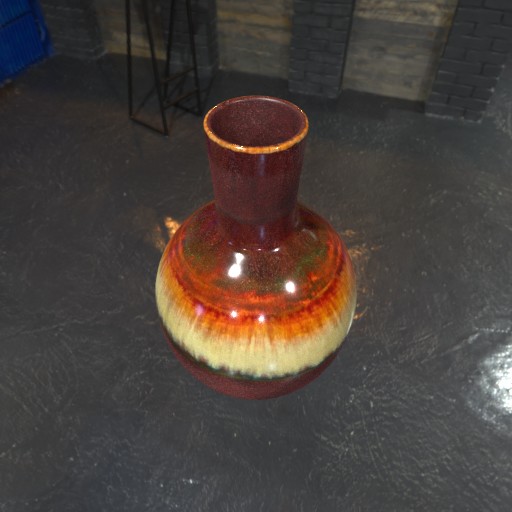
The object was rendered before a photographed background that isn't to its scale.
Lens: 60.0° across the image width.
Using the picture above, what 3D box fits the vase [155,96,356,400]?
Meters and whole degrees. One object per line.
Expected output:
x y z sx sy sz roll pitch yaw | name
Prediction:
0.000 0.000 0.229 0.111 0.154 0.111 0 47 0 | vase
